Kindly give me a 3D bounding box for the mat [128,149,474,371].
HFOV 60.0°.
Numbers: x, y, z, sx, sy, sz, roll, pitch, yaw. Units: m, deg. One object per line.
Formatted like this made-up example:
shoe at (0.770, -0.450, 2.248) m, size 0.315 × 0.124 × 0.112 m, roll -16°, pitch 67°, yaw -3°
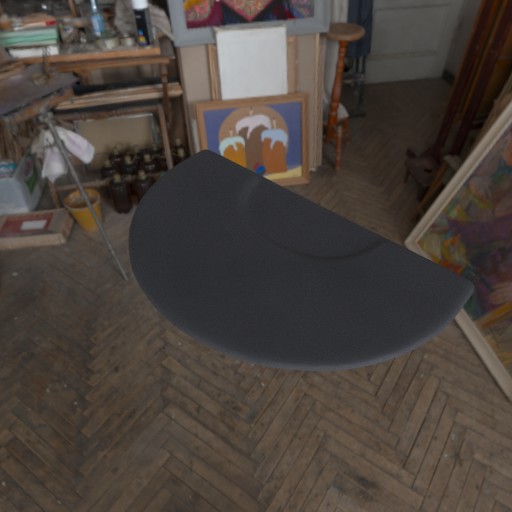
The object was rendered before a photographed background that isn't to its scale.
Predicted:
mat at (0.000, 0.000, 1.850) m, size 1.525 × 0.022 × 0.917 m, roll 32°, pitch 53°, yaw 27°
